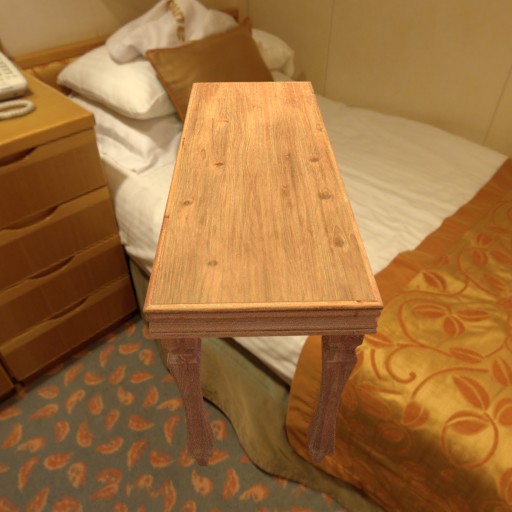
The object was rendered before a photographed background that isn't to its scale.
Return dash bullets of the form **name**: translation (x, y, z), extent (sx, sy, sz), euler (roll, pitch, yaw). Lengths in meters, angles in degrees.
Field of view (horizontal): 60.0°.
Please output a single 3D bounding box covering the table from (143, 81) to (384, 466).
- **table**: translation (0.000, 0.000, 1.741), extent (0.522, 0.873, 1.330), euler (-1, 41, -1)
